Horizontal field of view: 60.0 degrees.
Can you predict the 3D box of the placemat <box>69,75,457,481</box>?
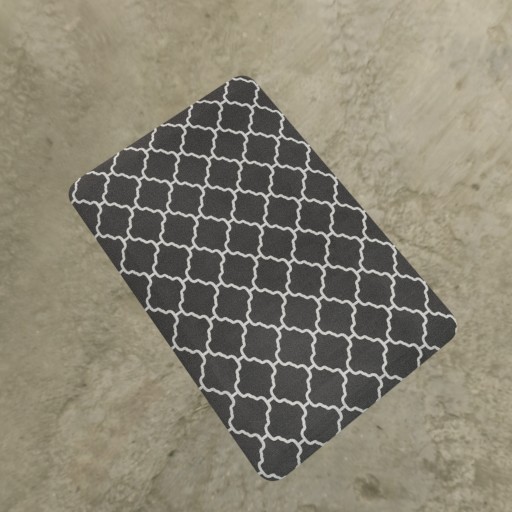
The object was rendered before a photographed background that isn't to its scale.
[{"bbox_3d":[0.000,0.000,0.944,0.508,0.021,0.762,-36,79,-8],"label":"placemat"}]
